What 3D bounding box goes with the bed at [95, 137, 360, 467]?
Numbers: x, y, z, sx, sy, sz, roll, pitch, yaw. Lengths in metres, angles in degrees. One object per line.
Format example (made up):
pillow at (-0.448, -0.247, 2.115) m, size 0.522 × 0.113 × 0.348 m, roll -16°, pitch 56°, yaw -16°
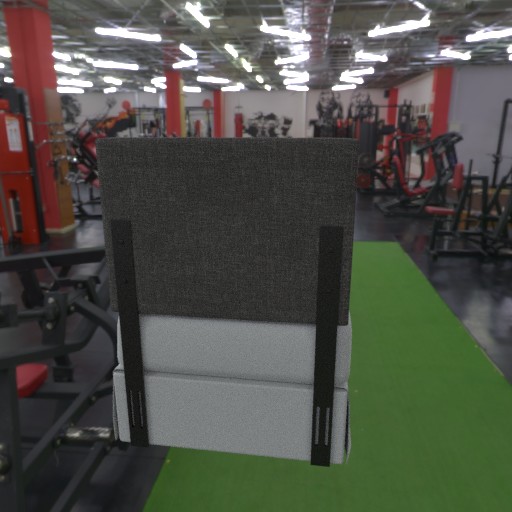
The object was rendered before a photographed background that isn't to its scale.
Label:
bed at (0.000, 0.000, 2.985) m, size 1.261 × 1.571 × 1.997 m, roll 2°, pitch 16°, yaw 8°
